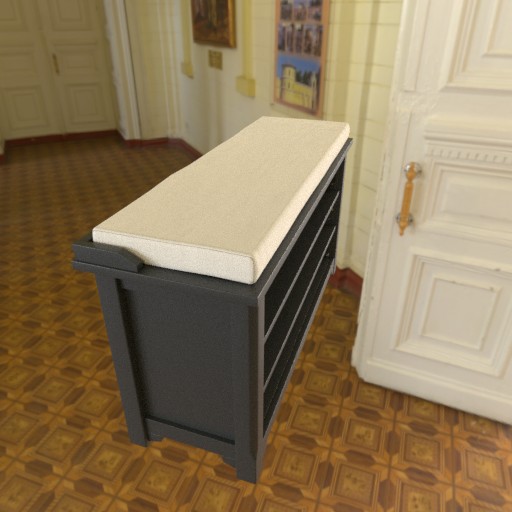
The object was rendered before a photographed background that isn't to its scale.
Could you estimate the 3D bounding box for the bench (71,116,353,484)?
[{"bbox_3d":[0.000,0.000,1.230,0.345,0.561,0.973,10,31,17],"label":"bench"}]
